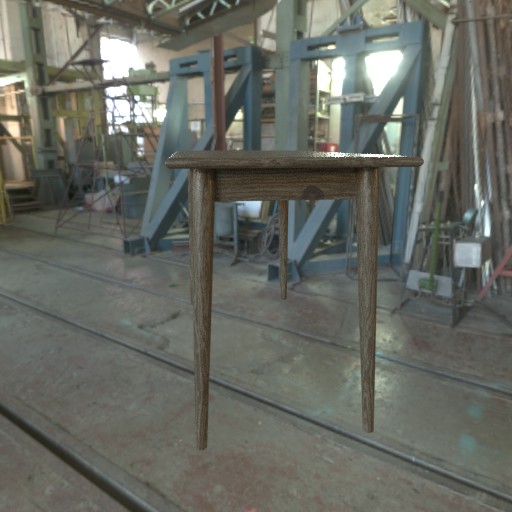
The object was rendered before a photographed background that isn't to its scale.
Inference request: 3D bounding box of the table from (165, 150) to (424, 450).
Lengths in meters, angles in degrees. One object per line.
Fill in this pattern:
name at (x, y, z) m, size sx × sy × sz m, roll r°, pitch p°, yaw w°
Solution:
table at (0.000, 0.000, 1.716) m, size 0.599 × 0.780 × 1.300 m, roll -2°, pitch 14°, yaw -9°
